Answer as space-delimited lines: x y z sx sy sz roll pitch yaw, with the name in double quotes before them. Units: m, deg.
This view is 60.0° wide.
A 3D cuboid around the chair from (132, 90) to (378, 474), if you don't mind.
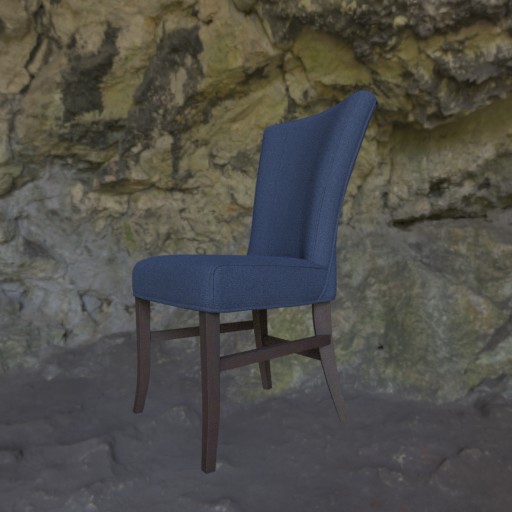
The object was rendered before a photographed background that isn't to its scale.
"chair" 0.000 0.000 1.383 0.660 0.991 0.520 0 0 -35
